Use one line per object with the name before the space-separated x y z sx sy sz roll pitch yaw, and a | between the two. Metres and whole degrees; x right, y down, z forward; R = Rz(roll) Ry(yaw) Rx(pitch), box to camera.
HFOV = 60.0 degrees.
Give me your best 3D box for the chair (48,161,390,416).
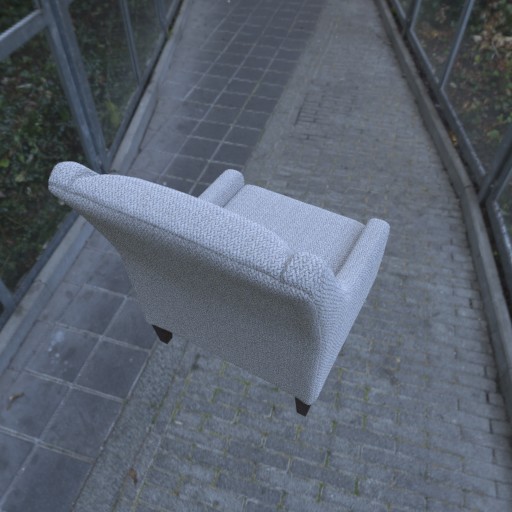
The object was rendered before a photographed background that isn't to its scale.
chair | 0.000 0.000 1.600 0.774 1.014 0.870 22 51 20
